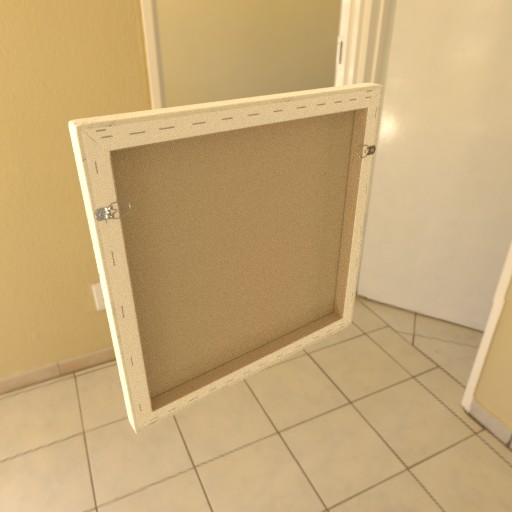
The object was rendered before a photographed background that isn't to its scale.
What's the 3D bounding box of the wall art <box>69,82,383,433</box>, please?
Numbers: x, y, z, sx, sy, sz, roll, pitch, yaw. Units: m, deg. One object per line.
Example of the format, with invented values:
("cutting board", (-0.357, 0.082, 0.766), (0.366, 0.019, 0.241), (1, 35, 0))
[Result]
("wall art", (0.000, 0.000, 0.901), (0.610, 0.611, 0.040), (-19, 35, -30))
